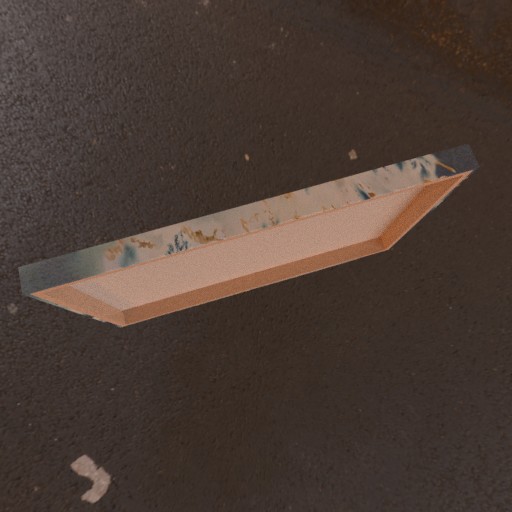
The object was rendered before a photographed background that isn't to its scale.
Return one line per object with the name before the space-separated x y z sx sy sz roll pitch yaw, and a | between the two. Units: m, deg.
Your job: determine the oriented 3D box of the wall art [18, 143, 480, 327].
wall art | 0.000 0.000 0.766 0.607 0.405 0.036 -16 76 -4
